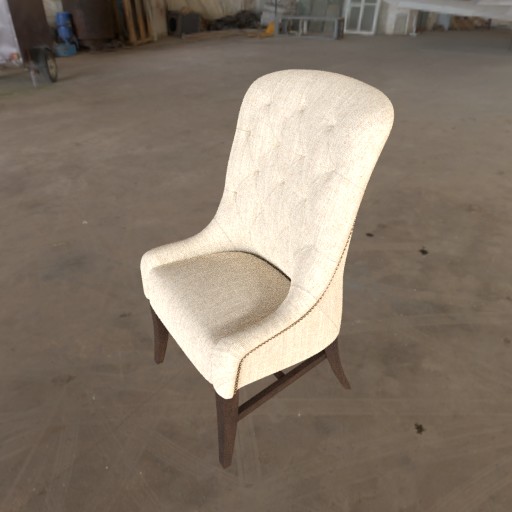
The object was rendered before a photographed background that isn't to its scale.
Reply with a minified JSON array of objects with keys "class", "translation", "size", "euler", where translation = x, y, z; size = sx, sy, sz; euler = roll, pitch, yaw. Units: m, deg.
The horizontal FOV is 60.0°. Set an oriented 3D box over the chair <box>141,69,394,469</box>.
[{"class":"chair","translation":[0.000,0.000,1.474],"size":[0.629,1.091,0.634],"euler":[-19,36,-28]}]
